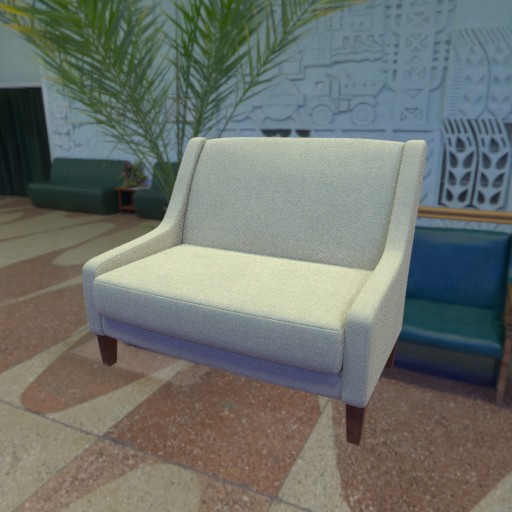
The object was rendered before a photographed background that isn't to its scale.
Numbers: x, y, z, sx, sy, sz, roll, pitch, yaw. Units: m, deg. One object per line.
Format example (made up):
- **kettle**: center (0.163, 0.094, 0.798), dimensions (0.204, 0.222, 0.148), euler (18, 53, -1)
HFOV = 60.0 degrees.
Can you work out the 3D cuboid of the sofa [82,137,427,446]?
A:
- **sofa**: center (0.000, 0.000, 1.923), dimensions (1.212, 0.976, 0.946), euler (8, 18, 26)
